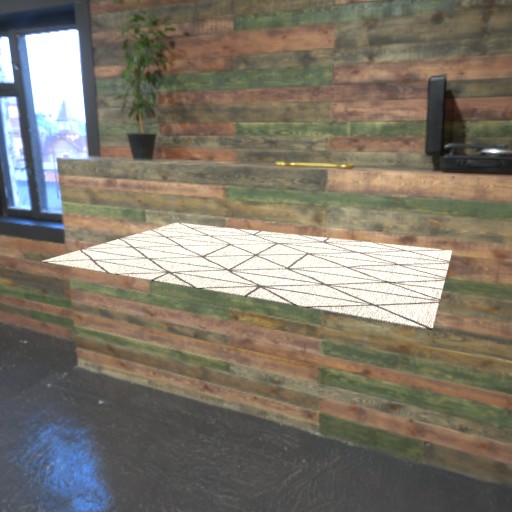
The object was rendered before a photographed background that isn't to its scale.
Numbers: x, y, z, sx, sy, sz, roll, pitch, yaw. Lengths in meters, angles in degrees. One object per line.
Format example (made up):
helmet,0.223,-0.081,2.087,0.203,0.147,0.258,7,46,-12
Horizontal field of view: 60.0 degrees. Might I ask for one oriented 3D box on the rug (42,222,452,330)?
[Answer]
rug,0.000,0.000,3.115,2.465,0.008,1.526,7,17,25
